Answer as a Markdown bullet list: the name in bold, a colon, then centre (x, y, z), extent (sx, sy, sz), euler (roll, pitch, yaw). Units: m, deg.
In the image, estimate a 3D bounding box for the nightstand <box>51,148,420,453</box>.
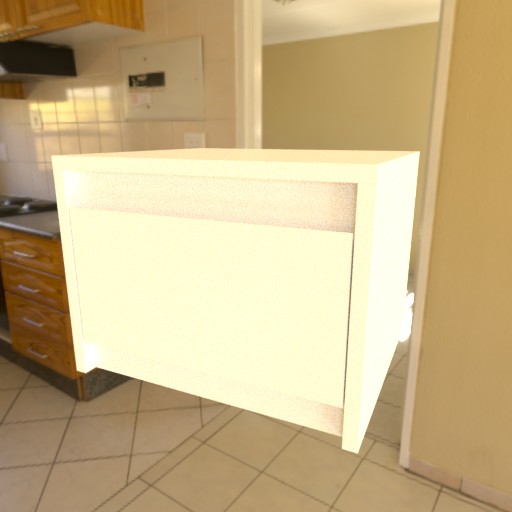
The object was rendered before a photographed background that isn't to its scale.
- **nightstand**: centre (0.000, 0.000, 0.776), extent (0.470, 0.351, 0.408), euler (7, 17, 24)
